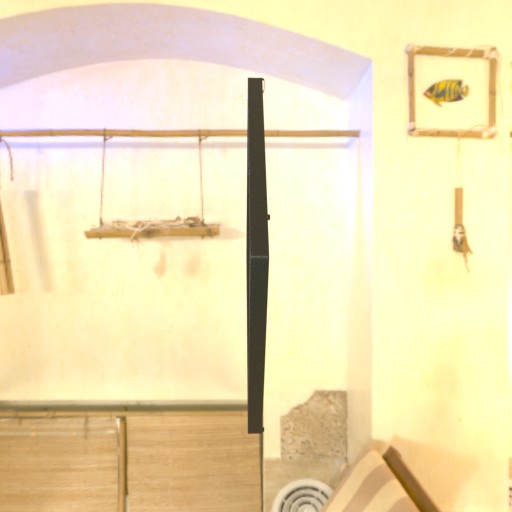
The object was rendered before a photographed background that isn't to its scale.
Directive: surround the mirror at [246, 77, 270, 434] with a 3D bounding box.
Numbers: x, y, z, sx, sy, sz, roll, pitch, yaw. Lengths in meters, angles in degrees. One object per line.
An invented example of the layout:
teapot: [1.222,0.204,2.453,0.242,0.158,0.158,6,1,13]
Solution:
mirror: [0.000,0.000,0.846,0.032,0.679,0.419,0,0,-2]
